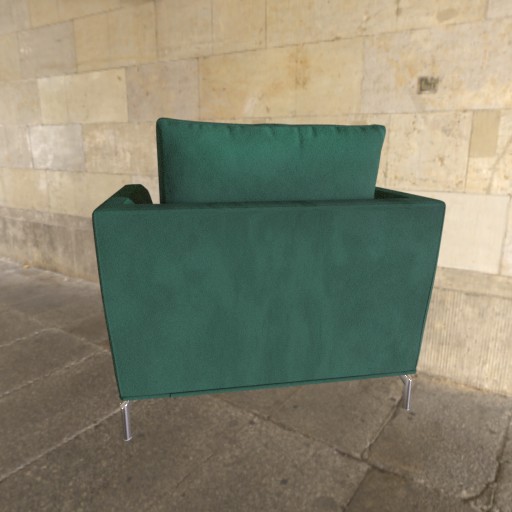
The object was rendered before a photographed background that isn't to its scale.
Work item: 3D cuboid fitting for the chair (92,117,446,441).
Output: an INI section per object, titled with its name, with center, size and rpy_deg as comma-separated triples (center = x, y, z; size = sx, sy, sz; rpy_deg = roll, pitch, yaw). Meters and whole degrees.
[chair]
center = 0.000, 0.000, 1.721
size = 1.047, 0.997, 0.852
rpy_deg = -2, 14, -10
